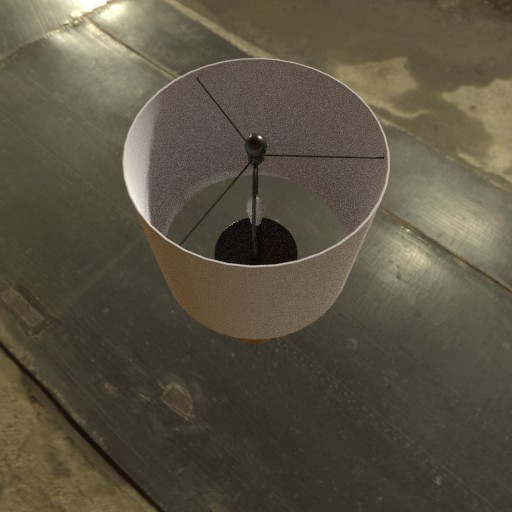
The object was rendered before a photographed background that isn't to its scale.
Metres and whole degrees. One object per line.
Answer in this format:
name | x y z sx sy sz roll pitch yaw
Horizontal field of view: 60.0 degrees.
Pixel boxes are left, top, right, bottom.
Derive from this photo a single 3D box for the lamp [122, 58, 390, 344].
lamp | 0.000 0.000 0.744 0.304 0.573 0.304 2 63 1
